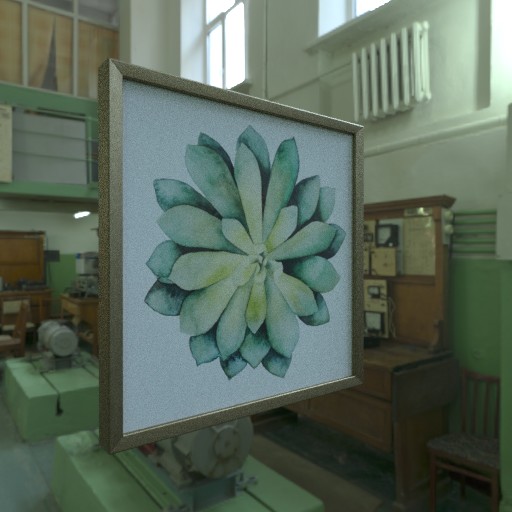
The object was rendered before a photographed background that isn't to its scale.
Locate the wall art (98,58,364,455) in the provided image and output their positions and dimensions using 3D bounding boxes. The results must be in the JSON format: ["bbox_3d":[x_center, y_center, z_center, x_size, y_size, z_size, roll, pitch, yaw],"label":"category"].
[{"bbox_3d":[0.000,0.000,0.732,0.503,0.506,0.040,0,0,-38],"label":"wall art"}]
